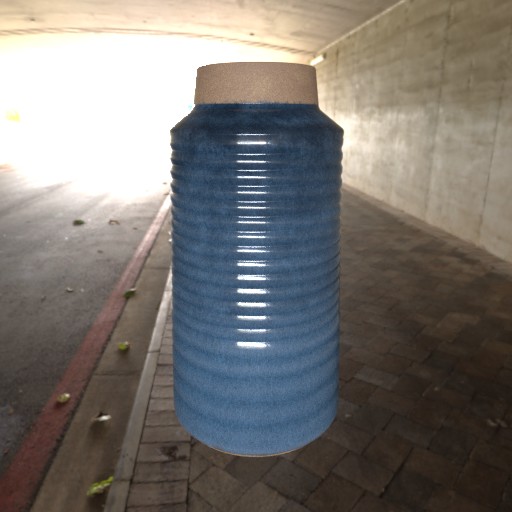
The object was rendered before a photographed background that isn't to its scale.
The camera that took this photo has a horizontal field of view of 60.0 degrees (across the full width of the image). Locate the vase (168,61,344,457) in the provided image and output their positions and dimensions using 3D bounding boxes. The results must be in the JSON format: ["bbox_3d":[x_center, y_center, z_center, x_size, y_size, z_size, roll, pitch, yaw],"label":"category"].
[{"bbox_3d":[0.000,0.000,0.403,0.163,0.316,0.163,0,17,0],"label":"vase"}]
